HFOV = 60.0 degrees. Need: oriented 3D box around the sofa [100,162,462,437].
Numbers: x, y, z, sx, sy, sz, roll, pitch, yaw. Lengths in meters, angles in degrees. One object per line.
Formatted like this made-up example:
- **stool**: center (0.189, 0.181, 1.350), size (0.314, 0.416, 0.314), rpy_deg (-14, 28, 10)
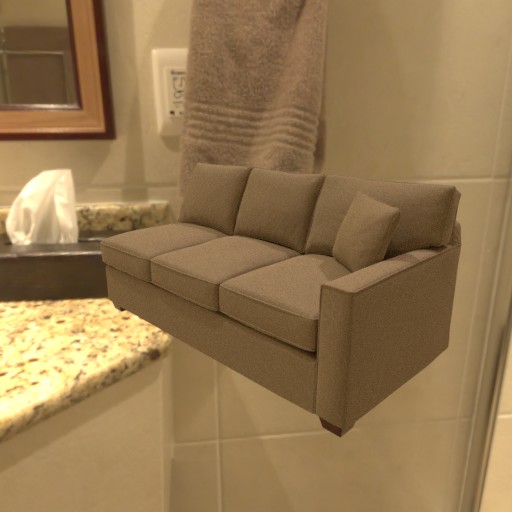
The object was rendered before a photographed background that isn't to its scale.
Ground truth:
- **sofa**: center (0.000, 0.000, 2.604), size (1.034, 0.946, 1.963), rpy_deg (-16, 22, -42)
